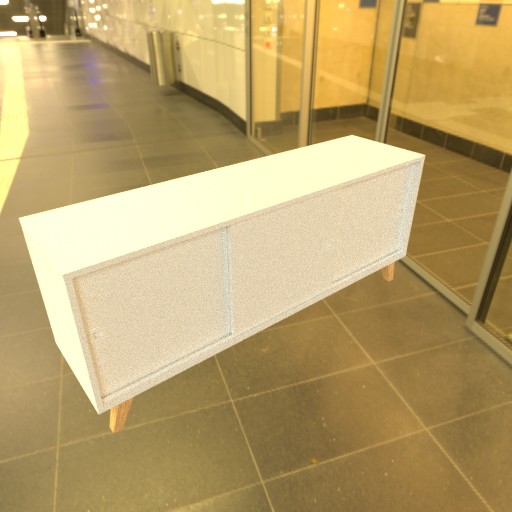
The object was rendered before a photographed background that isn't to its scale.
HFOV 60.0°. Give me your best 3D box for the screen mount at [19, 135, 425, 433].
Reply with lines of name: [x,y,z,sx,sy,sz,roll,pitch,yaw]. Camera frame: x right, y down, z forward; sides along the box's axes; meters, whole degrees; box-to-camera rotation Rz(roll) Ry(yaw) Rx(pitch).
screen mount: [0.000,0.000,1.744,1.490,0.619,0.400,-22,37,-32]
